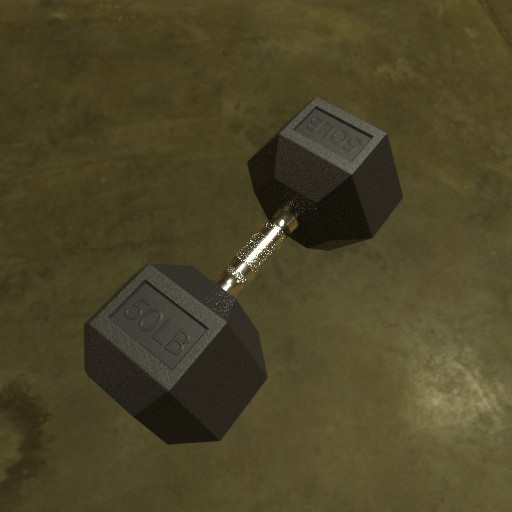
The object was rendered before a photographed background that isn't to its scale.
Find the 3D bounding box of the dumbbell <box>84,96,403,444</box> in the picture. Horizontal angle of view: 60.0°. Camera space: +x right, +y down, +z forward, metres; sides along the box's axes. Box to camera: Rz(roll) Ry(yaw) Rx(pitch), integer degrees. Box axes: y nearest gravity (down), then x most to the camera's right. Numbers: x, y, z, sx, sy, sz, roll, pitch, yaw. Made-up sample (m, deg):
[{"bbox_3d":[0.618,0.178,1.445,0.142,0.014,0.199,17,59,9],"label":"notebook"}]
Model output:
[{"bbox_3d":[0.000,0.000,0.467,0.173,0.150,0.384,34,67,17],"label":"dumbbell"}]
